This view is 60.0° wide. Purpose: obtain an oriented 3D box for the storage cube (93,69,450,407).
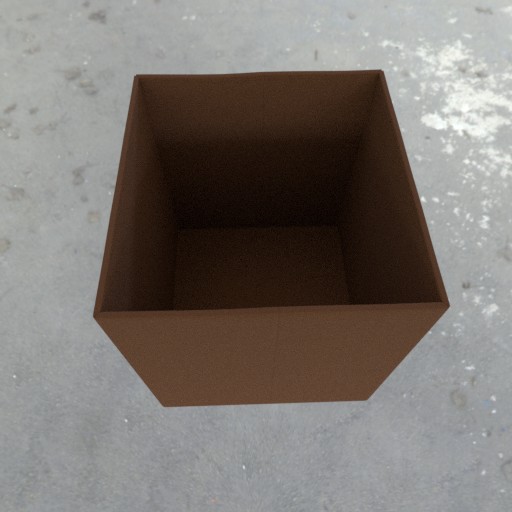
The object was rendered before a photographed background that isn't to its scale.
[{"bbox_3d":[0.000,0.000,0.497,0.270,0.280,0.270,-2,59,-1],"label":"storage cube"}]
